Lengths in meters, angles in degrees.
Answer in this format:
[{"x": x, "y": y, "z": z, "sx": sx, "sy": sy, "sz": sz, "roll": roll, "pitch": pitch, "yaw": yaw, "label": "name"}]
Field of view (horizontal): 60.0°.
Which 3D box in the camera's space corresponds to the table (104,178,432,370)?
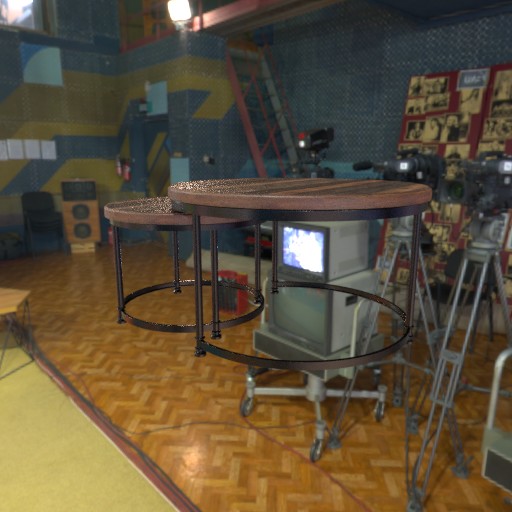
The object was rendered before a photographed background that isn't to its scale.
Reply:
[{"x": 0.000, "y": 0.000, "z": 1.600, "sx": 1.152, "sy": 0.516, "sz": 0.870, "roll": 2, "pitch": 13, "yaw": 9, "label": "table"}]
